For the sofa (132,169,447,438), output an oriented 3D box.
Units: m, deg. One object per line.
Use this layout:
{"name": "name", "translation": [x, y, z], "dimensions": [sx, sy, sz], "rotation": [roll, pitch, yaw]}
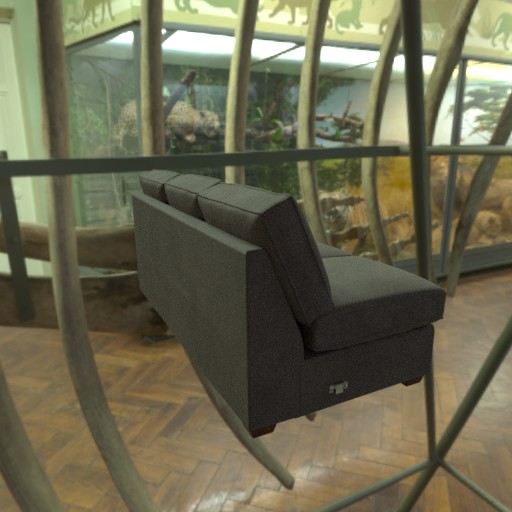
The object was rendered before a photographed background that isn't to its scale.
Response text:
{"name": "sofa", "translation": [0.000, 0.000, 2.622], "dimensions": [1.027, 0.973, 1.962], "rotation": [-7, 16, -26]}
